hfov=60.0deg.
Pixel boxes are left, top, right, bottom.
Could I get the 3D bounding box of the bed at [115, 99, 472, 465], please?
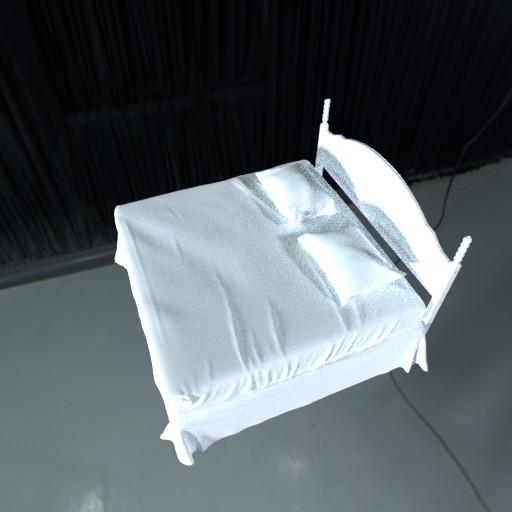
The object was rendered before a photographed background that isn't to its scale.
[{"bbox_3d":[0.000,0.000,3.595,2.219,1.355,2.322,-17,50,-15],"label":"bed"}]
